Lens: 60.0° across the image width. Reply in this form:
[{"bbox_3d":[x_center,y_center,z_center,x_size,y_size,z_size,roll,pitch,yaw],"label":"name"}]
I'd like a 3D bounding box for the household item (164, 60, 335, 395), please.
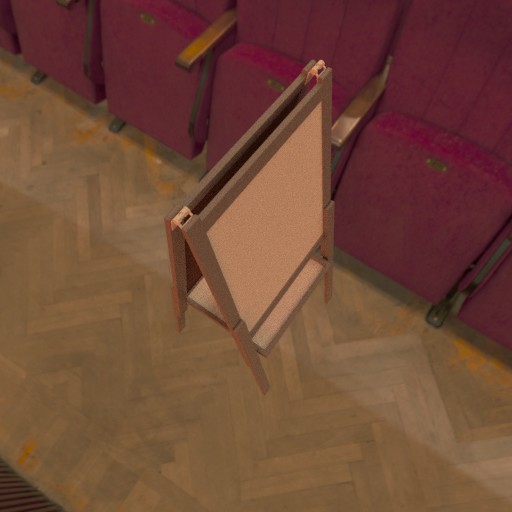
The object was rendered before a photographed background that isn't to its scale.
[{"bbox_3d":[0.000,0.000,1.454,0.469,1.172,0.531,33,68,15],"label":"household item"}]
